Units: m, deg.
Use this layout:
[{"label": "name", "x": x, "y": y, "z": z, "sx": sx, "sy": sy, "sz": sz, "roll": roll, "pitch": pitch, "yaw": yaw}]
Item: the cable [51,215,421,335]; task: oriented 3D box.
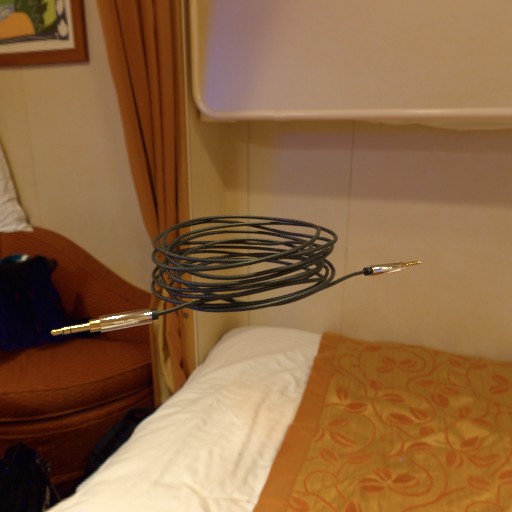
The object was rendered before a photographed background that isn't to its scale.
[{"label": "cable", "x": 0.000, "y": 0.000, "z": 0.498, "sx": 0.432, "sy": 0.069, "sz": 0.198, "roll": -8, "pitch": 17, "yaw": -25}]
